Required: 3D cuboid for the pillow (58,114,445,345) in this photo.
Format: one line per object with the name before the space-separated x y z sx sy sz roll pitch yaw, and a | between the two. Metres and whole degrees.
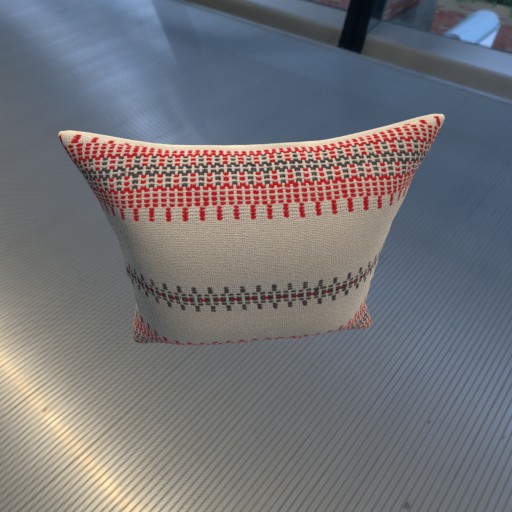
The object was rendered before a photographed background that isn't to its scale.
pillow | 0.000 0.000 0.690 0.463 0.454 0.160 -3 47 -3
